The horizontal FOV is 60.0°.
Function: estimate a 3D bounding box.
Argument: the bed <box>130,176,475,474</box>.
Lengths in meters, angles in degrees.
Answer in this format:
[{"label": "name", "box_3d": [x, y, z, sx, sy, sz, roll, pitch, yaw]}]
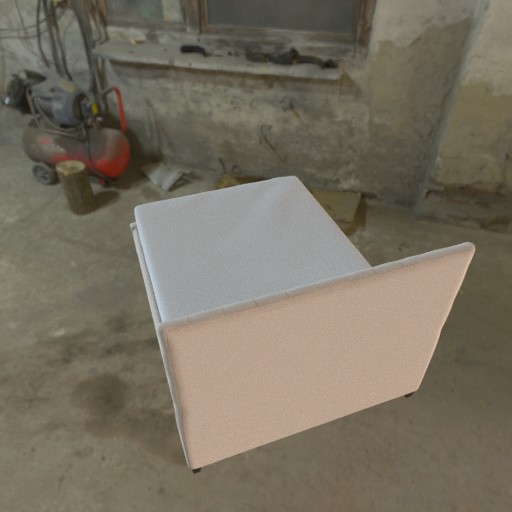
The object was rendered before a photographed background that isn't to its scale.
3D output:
[{"label": "bed", "box_3d": [0.000, 0.000, 3.345, 1.696, 1.426, 2.233, -13, 43, -15]}]
